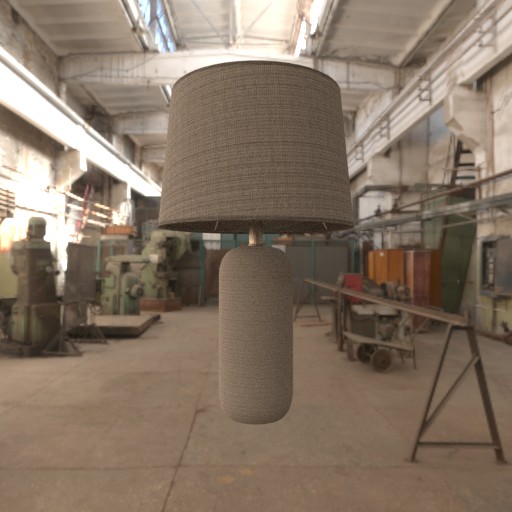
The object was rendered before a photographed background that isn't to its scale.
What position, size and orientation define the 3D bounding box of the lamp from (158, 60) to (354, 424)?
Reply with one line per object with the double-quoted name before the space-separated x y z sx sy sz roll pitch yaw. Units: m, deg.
"lamp" 0.000 0.000 0.849 0.367 0.609 0.367 0 -1 0
